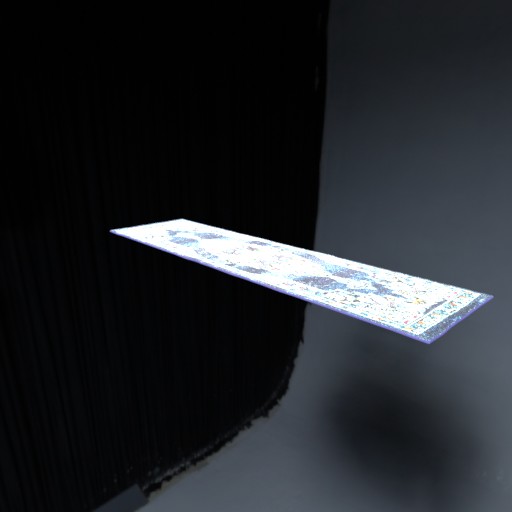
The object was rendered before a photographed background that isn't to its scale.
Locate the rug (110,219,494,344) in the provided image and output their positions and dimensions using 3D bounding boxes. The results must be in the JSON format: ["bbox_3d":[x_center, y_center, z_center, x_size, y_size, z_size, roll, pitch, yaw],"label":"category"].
[{"bbox_3d":[0.000,0.000,2.455,0.602,0.016,2.283,-15,22,-42],"label":"rug"}]
